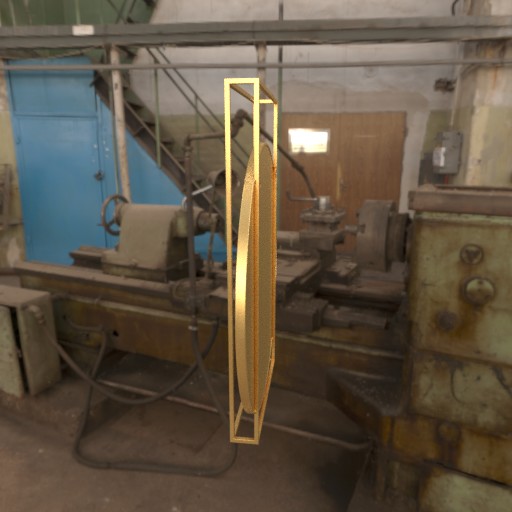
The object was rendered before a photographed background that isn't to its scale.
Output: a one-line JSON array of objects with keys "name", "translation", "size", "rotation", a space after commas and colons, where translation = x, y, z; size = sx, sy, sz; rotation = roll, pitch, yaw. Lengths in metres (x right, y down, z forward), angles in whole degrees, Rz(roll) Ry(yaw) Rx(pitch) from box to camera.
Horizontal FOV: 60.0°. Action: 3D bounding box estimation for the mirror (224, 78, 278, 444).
[{"name": "mirror", "translation": [0.000, 0.000, 0.860], "size": [0.051, 0.603, 0.508], "rotation": [2, 14, 7]}]
